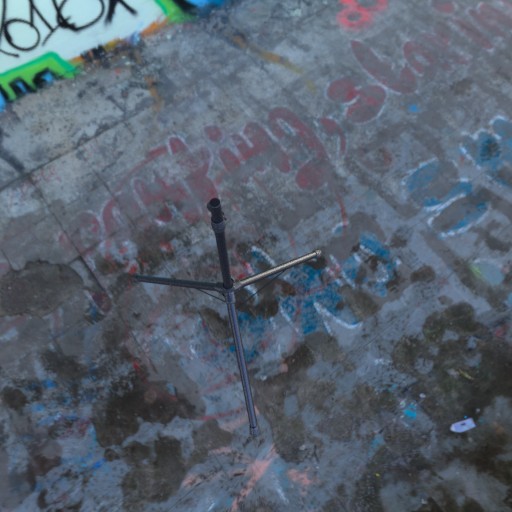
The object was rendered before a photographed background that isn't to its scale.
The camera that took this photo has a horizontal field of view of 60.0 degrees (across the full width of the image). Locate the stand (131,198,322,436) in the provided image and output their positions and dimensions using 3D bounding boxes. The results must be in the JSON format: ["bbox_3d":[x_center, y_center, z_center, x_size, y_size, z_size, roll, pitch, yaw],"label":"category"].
[{"bbox_3d":[0.000,0.000,1.838,0.907,1.136,1.045,-35,70,-15],"label":"stand"}]
